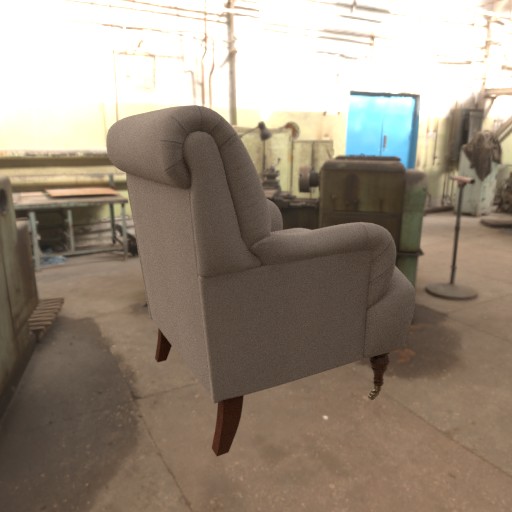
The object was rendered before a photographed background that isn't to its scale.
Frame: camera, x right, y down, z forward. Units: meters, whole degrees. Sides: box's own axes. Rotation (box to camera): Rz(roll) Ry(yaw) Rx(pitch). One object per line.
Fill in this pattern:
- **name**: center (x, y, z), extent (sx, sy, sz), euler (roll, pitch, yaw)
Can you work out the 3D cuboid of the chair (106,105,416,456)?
- **chair**: center (0.000, 0.000, 1.533), extent (0.842, 0.942, 0.766), euler (-8, 16, -27)
